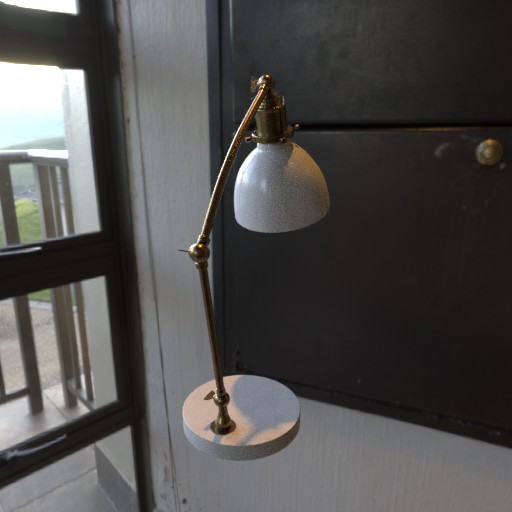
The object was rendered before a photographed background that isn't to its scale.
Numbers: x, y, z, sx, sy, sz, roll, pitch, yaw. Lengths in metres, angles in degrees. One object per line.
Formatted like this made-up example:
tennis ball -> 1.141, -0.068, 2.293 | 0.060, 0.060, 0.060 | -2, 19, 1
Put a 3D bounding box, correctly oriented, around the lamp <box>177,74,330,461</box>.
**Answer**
lamp -> 0.000, 0.000, 0.679 | 0.186, 0.522, 0.317 | 8, 18, 27
